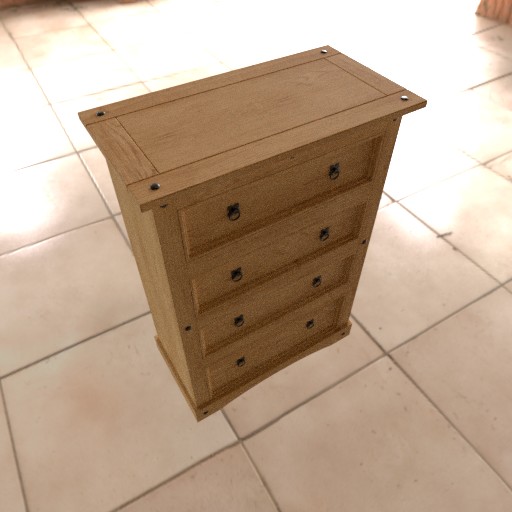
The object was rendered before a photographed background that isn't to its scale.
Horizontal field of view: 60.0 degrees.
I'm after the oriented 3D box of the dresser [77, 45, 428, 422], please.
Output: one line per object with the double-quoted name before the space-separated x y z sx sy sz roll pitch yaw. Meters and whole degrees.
"dresser" 0.000 0.000 1.775 0.915 1.300 0.485 -24 52 -21
